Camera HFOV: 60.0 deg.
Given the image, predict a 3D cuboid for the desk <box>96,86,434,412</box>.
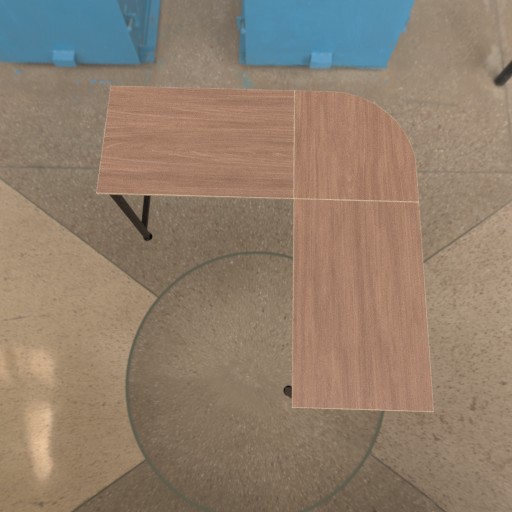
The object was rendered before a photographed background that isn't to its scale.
[{"bbox_3d":[0.000,0.000,2.248,1.400,0.762,1.400,2,75,0],"label":"desk"}]
